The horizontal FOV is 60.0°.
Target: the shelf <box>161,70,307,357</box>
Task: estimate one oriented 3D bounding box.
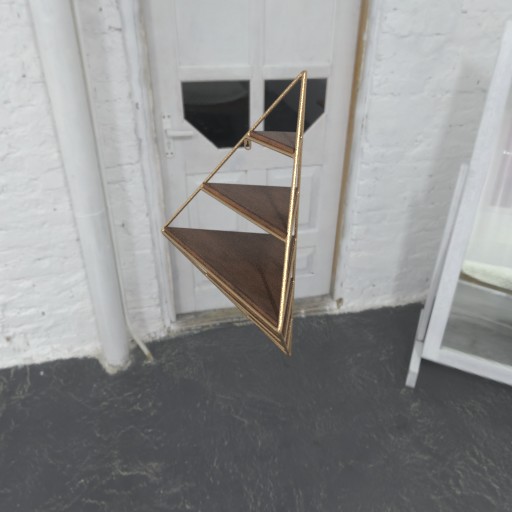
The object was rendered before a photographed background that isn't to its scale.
[{"bbox_3d":[0.000,0.000,1.202,0.294,0.913,0.564,-21,37,-30],"label":"shelf"}]
